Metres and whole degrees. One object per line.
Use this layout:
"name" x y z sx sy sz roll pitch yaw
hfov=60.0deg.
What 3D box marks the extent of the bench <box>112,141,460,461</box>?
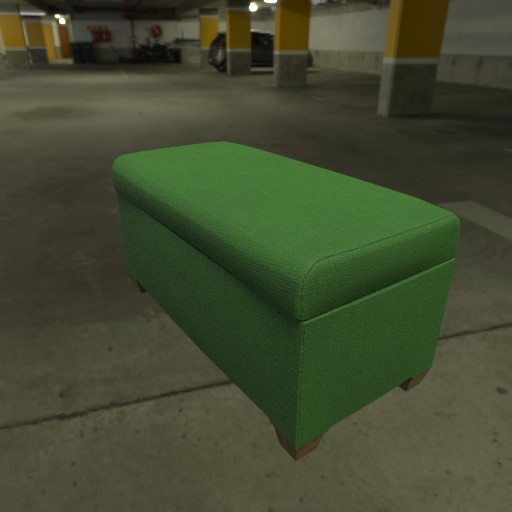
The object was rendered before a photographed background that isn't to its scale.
"bench" 0.000 0.000 1.307 0.505 0.501 0.989 -17 30 -31
